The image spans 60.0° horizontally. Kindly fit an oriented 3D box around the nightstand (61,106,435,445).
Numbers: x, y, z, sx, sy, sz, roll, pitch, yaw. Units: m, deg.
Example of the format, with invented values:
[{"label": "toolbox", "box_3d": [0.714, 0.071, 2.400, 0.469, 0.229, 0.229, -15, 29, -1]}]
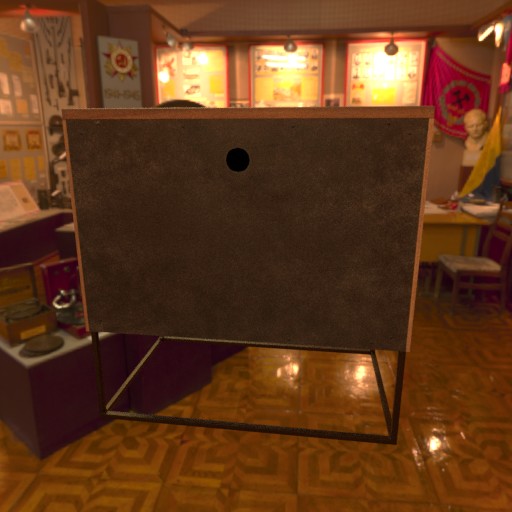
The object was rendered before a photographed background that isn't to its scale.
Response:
[{"label": "nightstand", "box_3d": [0.000, 0.000, 0.992, 0.605, 0.611, 0.427, 2, 16, 8]}]
